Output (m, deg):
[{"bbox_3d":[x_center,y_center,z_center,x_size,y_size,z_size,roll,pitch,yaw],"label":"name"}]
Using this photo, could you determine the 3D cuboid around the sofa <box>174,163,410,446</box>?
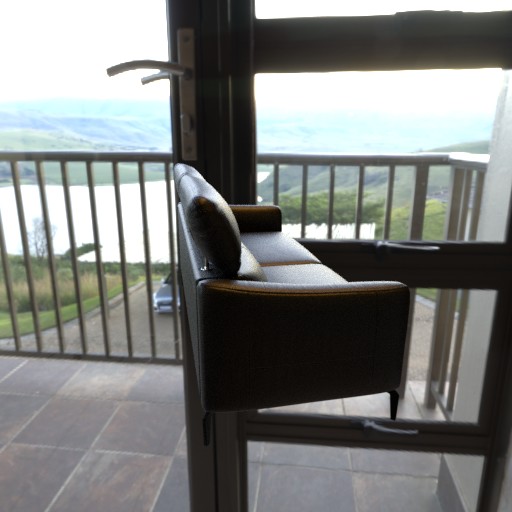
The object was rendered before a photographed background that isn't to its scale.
[{"bbox_3d":[0.000,0.000,2.564,0.856,0.957,2.069,-3,16,-11],"label":"sofa"}]
